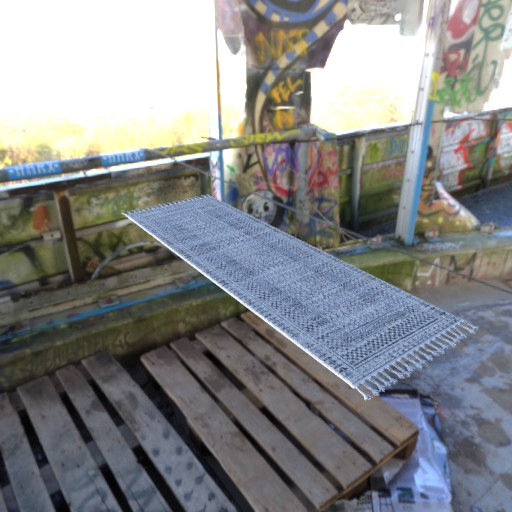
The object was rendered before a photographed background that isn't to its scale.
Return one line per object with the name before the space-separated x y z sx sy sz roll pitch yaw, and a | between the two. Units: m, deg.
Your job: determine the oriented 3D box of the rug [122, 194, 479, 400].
rug | 0.000 0.000 2.736 0.786 0.013 2.480 -18 31 -32
